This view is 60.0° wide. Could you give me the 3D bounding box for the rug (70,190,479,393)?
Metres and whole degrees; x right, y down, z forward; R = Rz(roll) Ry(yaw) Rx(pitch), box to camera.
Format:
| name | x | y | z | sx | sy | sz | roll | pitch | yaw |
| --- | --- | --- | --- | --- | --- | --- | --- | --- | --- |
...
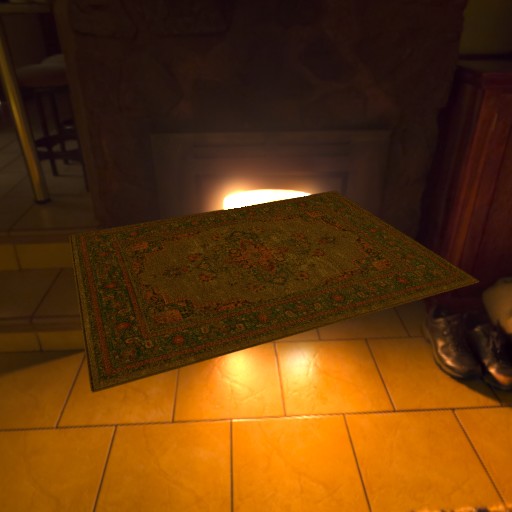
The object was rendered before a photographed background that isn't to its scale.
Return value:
| name | x | y | z | sx | sy | sz | roll | pitch | yaw |
| --- | --- | --- | --- | --- | --- | --- | --- | --- | --- |
| rug | 0.000 | 0.000 | 2.903 | 2.214 | 0.013 | 1.609 | -12 | 32 | -20 |
